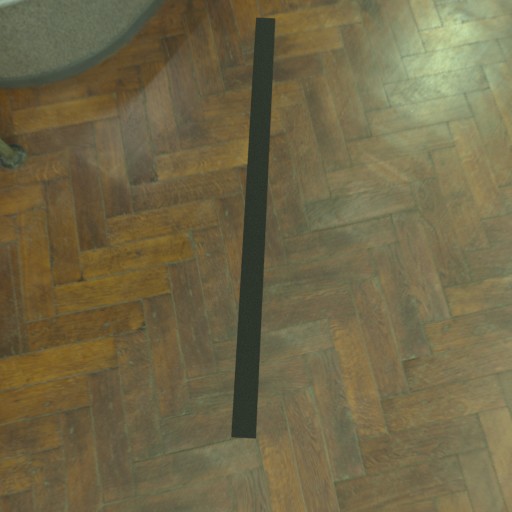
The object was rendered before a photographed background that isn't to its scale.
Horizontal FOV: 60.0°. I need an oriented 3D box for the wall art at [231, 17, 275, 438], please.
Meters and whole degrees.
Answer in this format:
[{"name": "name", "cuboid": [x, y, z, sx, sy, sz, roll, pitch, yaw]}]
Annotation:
[{"name": "wall art", "cuboid": [0.000, 0.000, 0.455, 0.015, 0.304, 0.306, 3, 76, 1]}]
